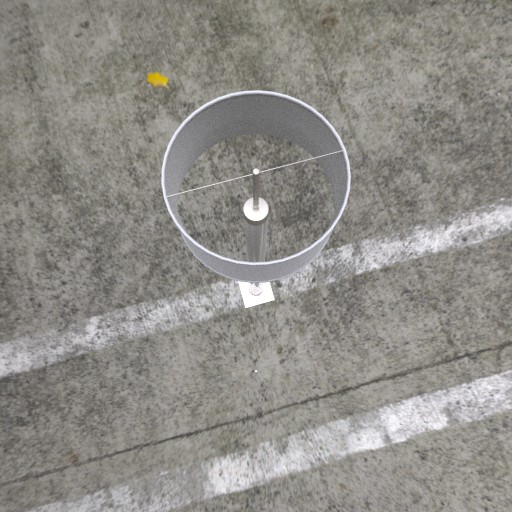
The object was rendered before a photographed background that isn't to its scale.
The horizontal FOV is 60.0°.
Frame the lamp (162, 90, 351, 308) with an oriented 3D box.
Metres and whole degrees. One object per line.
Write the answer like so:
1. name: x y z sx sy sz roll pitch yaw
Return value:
1. lamp: 0.000 0.000 1.684 0.420 1.475 0.420 -15 76 -4
